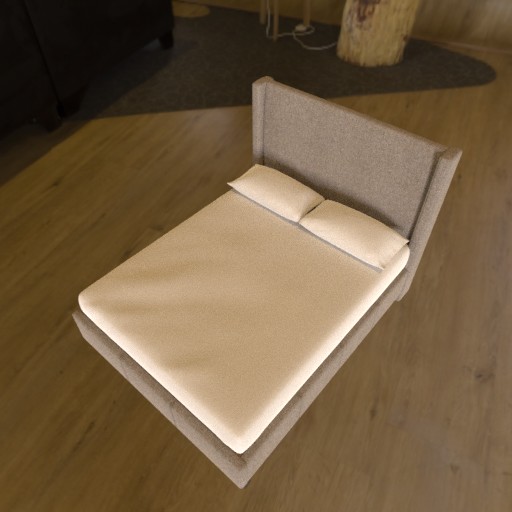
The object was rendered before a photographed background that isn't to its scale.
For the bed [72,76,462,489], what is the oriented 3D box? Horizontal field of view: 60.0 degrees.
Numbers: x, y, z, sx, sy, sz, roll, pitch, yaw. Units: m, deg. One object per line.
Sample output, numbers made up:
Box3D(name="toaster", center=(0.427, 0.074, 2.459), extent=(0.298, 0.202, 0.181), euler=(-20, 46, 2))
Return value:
Box3D(name="bed", center=(0.000, 0.000, 3.270), extent=(1.714, 1.476, 2.245), euler=(32, 54, 27))
